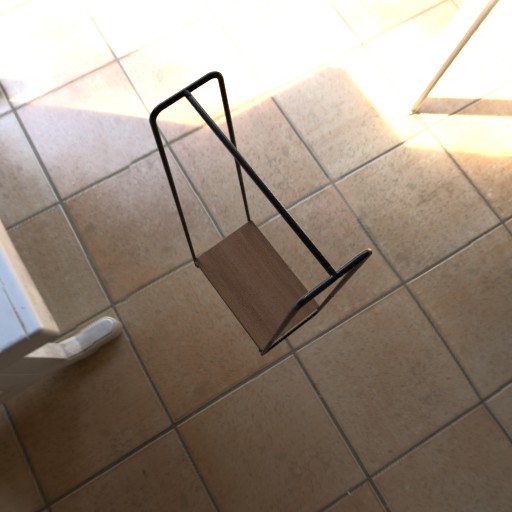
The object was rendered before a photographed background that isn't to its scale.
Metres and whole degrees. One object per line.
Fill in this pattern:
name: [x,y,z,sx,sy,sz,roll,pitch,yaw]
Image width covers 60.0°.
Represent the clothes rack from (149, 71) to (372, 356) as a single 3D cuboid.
clothes rack: [0.000,0.000,1.813,0.400,1.500,0.640,-36,78,-9]
